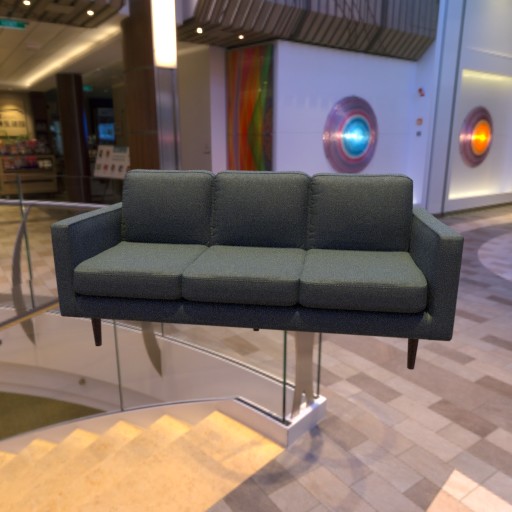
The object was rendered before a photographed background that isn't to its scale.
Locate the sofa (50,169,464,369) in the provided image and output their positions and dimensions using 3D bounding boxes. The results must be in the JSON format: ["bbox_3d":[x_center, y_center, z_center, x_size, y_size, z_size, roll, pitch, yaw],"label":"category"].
[{"bbox_3d":[0.000,0.000,2.580,2.013,0.945,0.935,2,15,9],"label":"sofa"}]
